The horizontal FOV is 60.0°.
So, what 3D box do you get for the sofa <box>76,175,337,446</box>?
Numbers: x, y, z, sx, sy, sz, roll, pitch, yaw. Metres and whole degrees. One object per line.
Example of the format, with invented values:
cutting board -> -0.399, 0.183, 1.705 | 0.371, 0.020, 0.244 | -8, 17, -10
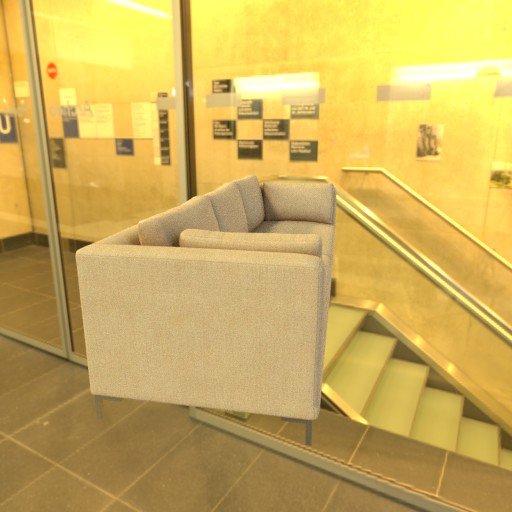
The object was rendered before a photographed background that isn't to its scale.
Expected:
sofa -> 0.000, 0.000, 2.848 | 0.969, 0.867, 2.415 | 3, 16, 10
